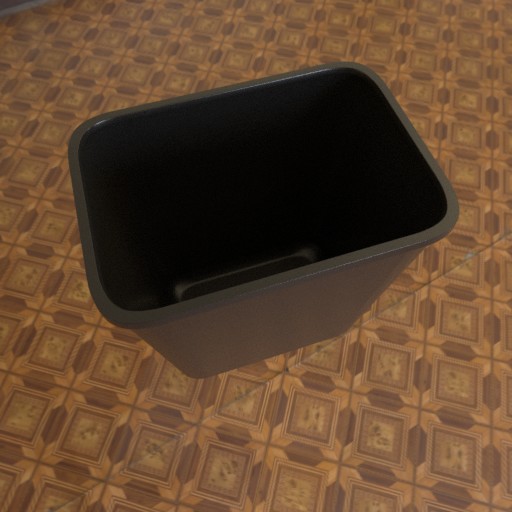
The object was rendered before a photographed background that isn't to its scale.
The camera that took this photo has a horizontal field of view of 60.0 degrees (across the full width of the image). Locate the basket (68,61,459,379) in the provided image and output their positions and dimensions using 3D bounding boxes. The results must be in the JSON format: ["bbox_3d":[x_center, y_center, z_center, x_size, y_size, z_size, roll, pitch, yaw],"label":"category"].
[{"bbox_3d":[0.000,0.000,0.507,0.300,0.307,0.211,-16,63,-8],"label":"basket"}]
